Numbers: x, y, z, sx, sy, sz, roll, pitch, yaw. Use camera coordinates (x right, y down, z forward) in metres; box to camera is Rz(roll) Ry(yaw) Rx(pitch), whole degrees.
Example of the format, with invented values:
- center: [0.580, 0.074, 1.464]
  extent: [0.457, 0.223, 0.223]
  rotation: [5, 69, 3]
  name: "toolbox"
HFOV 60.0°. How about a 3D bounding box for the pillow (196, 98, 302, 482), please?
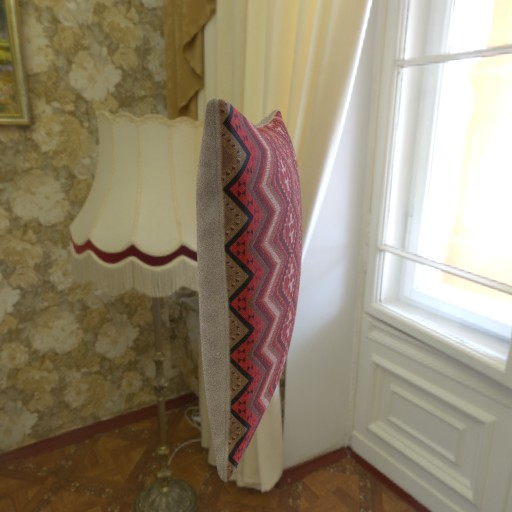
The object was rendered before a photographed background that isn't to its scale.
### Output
- center: [0.000, 0.000, 0.788]
  extent: [0.158, 0.511, 0.513]
  rotation: [3, 17, 10]
  name: "pillow"
